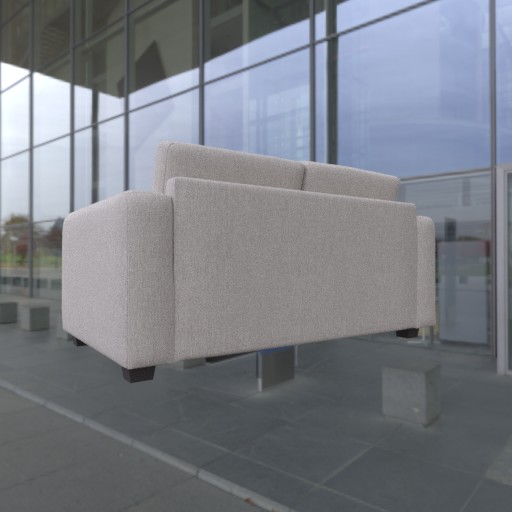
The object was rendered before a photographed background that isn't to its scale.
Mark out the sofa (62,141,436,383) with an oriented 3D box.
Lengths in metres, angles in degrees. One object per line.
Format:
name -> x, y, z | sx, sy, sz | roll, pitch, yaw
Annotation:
sofa -> 0.000, 0.000, 2.073 | 1.540, 0.800, 0.900 | 0, -1, -35
